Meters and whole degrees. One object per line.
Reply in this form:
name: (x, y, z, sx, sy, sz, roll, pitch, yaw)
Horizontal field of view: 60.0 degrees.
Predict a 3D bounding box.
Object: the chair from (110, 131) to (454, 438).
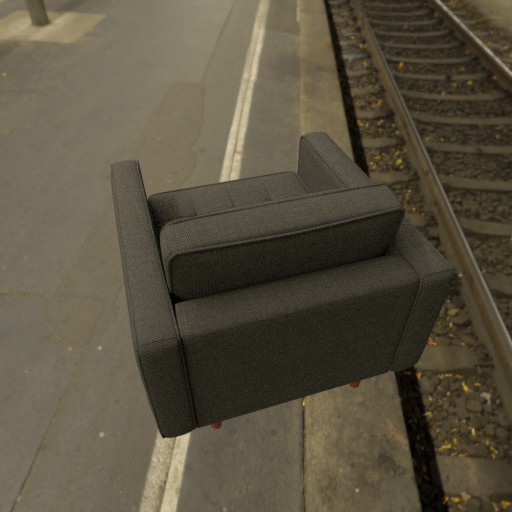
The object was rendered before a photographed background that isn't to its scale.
chair: (0.000, 0.000, 1.580, 0.899, 0.770, 0.919, -12, 43, -13)
